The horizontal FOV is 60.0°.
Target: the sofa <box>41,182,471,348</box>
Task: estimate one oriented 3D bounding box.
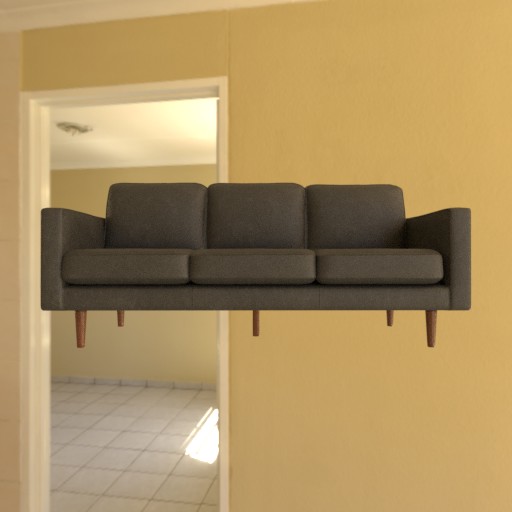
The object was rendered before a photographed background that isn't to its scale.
[{"bbox_3d":[0.000,0.000,2.476,2.029,0.899,0.879,0,0,0],"label":"sofa"}]
